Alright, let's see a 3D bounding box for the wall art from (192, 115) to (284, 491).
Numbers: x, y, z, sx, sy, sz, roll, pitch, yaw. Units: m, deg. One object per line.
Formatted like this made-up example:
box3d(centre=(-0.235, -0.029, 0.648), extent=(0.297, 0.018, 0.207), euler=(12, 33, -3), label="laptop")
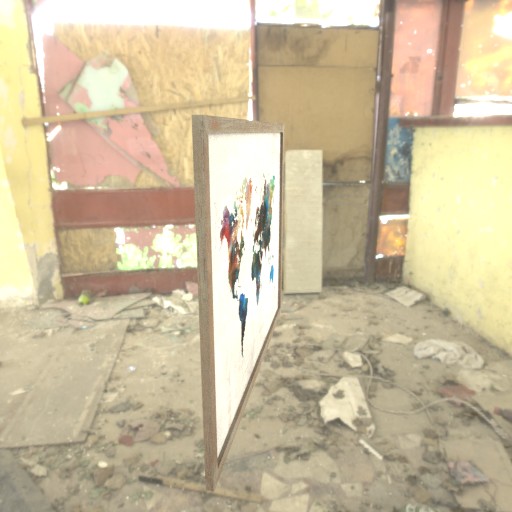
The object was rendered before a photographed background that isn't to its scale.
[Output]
box3d(centre=(0.000, 0.000, 1.329), extent=(0.019, 0.774, 1.012), euler=(3, 16, 11), label="wall art")
